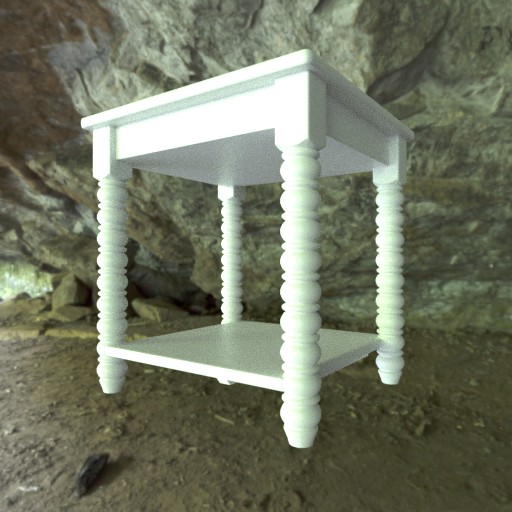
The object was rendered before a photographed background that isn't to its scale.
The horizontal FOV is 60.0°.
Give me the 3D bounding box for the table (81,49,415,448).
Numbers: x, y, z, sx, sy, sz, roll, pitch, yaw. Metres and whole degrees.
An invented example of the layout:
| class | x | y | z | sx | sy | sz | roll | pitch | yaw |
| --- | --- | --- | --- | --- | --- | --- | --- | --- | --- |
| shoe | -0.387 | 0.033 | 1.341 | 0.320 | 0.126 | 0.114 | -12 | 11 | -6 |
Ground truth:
| class | x | y | z | sx | sy | sz | roll | pitch | yaw |
| --- | --- | --- | --- | --- | --- | --- | --- | --- | --- |
| table | 0.000 | 0.000 | 0.955 | 0.533 | 0.563 | 0.500 | 0 | 0 | 35 |
